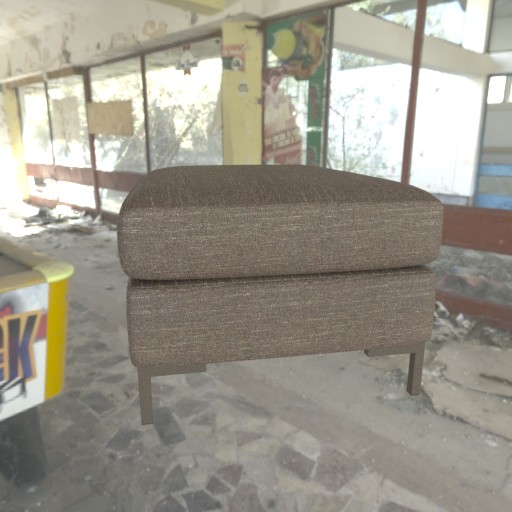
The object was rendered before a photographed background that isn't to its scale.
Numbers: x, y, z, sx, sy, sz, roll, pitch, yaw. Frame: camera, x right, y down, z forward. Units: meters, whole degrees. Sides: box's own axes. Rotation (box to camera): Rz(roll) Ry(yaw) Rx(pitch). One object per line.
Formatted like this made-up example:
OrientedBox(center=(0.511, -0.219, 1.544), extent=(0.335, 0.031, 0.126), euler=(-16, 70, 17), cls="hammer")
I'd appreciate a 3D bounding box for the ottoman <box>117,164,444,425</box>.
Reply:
OrientedBox(center=(0.000, 0.000, 1.261), extent=(0.671, 0.490, 0.820), euler=(-3, 15, -10), cls="ottoman")
